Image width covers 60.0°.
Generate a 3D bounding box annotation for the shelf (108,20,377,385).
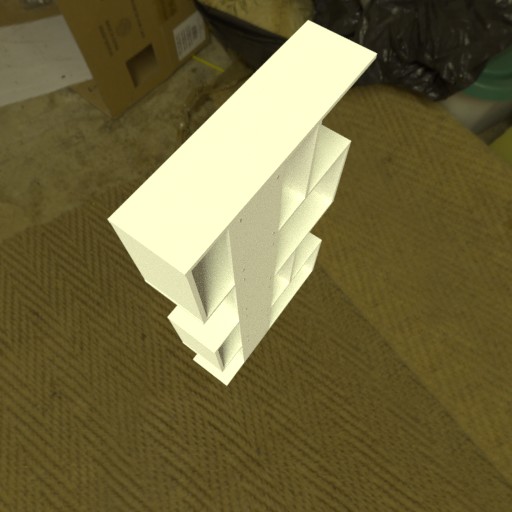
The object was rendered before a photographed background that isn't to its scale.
[{"bbox_3d":[0.000,0.000,1.956,0.250,1.650,0.890,34,69,14],"label":"shelf"}]
